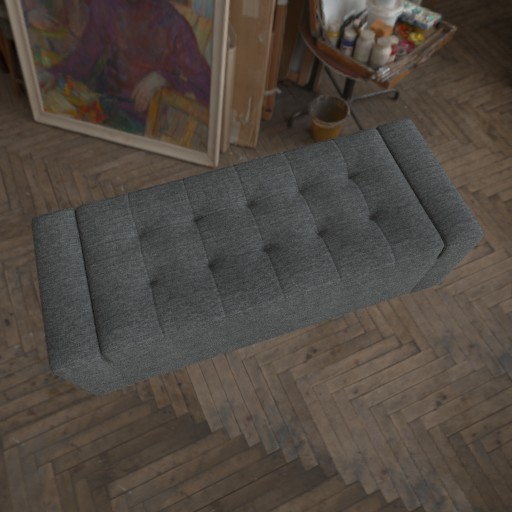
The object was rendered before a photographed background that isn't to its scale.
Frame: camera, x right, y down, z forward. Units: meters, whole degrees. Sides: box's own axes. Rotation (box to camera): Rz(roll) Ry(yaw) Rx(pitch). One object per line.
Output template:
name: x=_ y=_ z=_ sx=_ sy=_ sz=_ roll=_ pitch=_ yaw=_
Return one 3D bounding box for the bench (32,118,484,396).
bench: x=0.000 y=0.000 z=1.525 sx=1.296 sy=0.445 sz=0.508 roll=-17 pitch=65 yaw=-8
